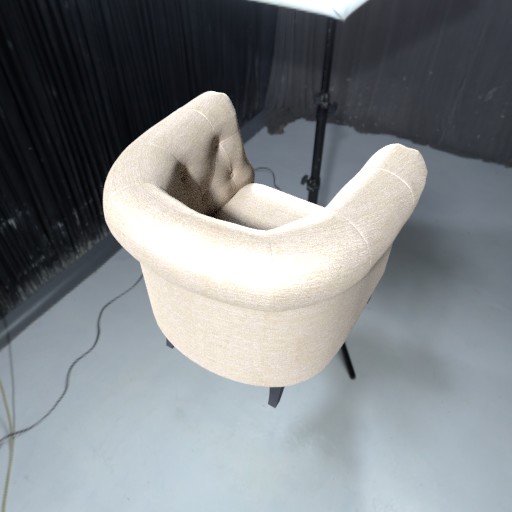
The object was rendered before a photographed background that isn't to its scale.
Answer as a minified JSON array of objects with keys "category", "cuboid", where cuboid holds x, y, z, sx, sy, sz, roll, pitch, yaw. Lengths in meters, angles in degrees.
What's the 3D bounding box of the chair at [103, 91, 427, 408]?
[{"category":"chair","cuboid":[0.000,0.000,1.593,0.905,0.827,0.852,24,50,22]}]
